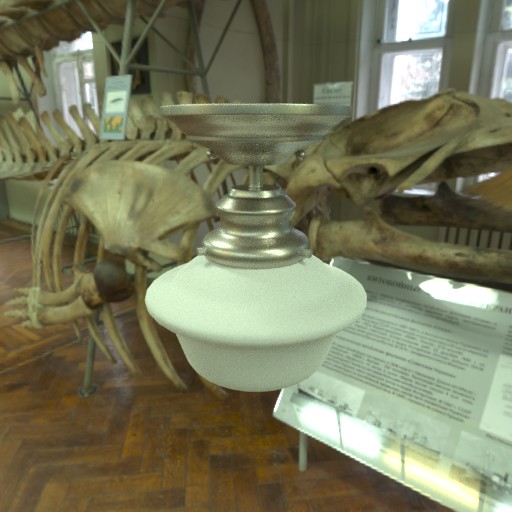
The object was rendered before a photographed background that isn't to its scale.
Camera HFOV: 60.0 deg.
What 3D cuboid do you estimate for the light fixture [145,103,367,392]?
[{"bbox_3d":[0.000,0.000,0.398,0.199,0.254,0.199,0,17,0],"label":"light fixture"}]
